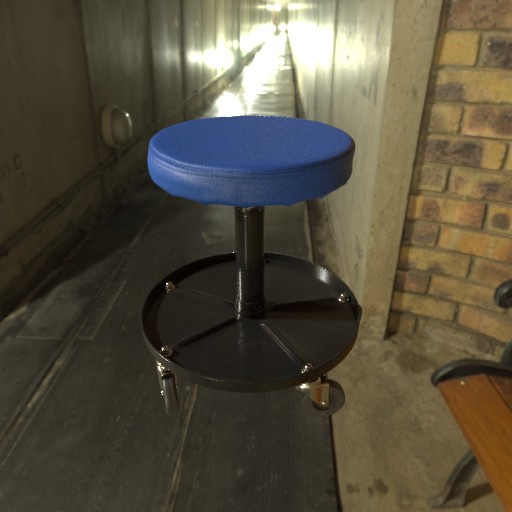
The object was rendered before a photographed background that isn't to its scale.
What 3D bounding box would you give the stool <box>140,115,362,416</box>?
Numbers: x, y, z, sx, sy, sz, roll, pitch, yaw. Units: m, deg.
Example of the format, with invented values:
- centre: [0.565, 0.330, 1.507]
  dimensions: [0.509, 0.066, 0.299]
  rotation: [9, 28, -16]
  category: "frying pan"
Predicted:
- centre: [0.000, 0.000, 0.674]
  dimensions: [0.382, 0.365, 0.381]
  rotation: [-19, 34, -29]
  category: "stool"
